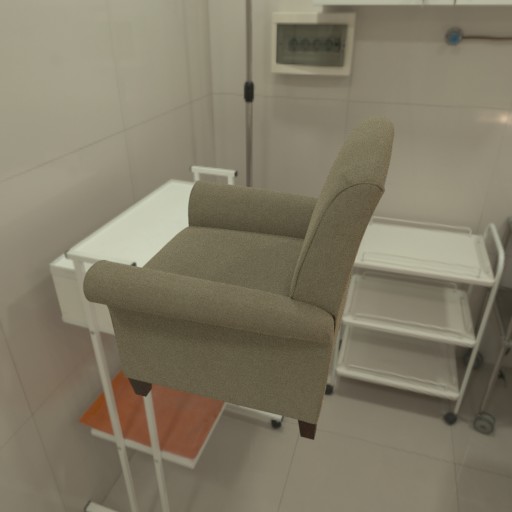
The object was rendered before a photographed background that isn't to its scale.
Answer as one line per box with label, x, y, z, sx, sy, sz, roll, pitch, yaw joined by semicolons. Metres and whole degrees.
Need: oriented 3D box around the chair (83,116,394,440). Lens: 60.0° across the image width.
chair;0.000;0.000;1.751;0.905;1.061;0.978;9;30;15
